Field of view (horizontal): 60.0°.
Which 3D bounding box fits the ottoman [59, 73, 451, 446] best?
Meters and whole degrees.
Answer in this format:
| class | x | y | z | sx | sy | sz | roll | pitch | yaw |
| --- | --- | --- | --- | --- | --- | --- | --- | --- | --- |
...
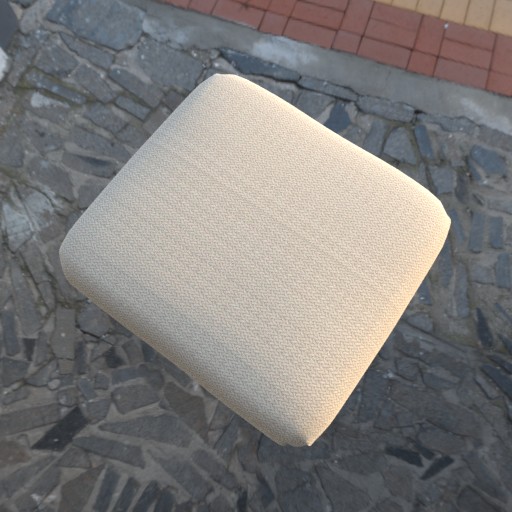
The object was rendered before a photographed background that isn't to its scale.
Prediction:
| class | x | y | z | sx | sy | sz | roll | pitch | yaw |
| --- | --- | --- | --- | --- | --- | --- | --- | --- | --- |
| ottoman | 0.000 | 0.000 | 1.085 | 0.684 | 0.447 | 0.622 | 35 | 77 | 9 |
